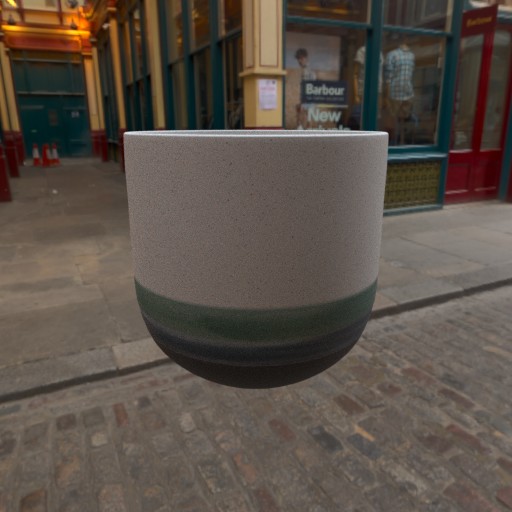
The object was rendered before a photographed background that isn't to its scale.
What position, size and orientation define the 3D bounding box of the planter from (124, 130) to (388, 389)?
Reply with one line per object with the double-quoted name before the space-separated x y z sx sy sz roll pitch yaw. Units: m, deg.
"planter" 0.000 0.000 0.500 0.268 0.270 0.268 0 17 0
